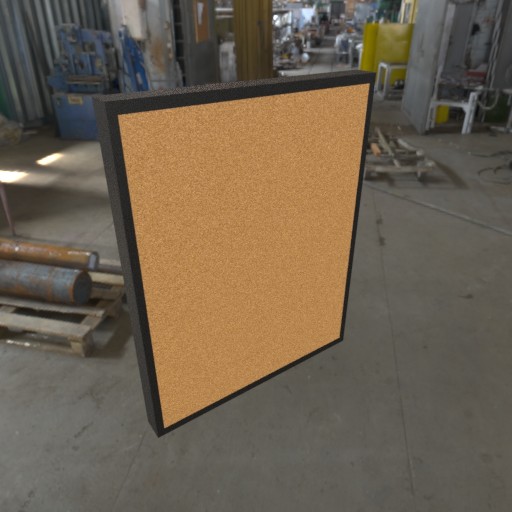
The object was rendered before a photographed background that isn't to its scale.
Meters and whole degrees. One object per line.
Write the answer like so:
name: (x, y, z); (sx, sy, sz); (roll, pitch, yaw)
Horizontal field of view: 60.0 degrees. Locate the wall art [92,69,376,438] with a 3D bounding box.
wall art: (0.000, 0.000, 0.501); (0.294, 0.369, 0.030); (-19, 35, -30)
